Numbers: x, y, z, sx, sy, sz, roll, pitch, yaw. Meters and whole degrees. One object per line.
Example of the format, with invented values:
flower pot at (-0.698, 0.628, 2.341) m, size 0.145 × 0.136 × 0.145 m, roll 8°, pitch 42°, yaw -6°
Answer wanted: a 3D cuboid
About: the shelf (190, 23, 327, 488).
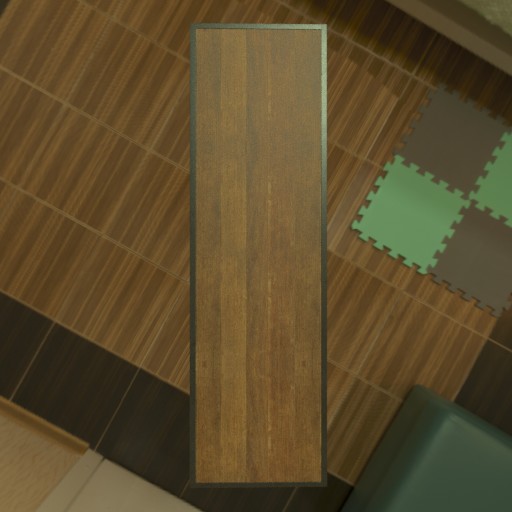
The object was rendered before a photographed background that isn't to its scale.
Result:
shelf at (0.000, 0.000, 1.528) m, size 0.361 × 0.765 × 1.201 m, roll 0°, pitch 90°, yaw -1°
